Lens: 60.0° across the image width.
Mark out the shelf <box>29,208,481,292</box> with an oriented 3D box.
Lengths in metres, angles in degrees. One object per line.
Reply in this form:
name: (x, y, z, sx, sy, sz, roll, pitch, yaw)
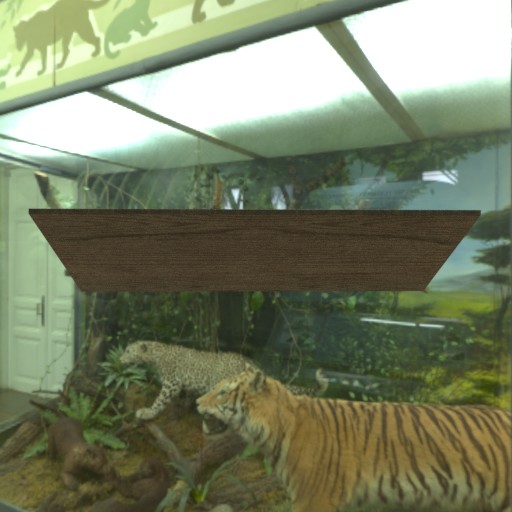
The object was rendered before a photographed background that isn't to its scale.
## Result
shelf: (0.000, 0.000, 0.696, 0.610, 0.125, 0.200, 0, 0, -2)
